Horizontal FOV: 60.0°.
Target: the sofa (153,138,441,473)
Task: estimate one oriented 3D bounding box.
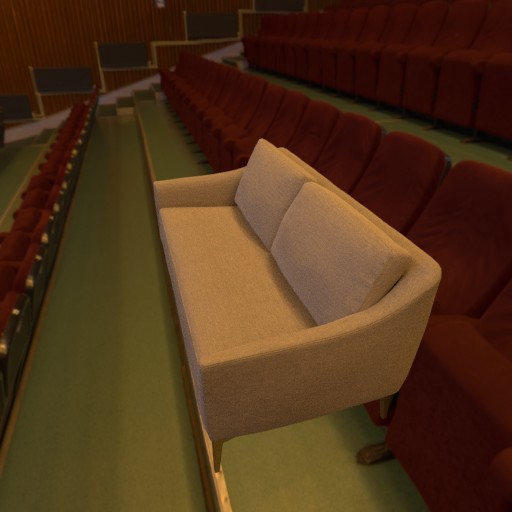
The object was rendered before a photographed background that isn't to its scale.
[{"bbox_3d":[0.000,0.000,2.545,0.980,0.913,2.036,-8,29,-14],"label":"sofa"}]
